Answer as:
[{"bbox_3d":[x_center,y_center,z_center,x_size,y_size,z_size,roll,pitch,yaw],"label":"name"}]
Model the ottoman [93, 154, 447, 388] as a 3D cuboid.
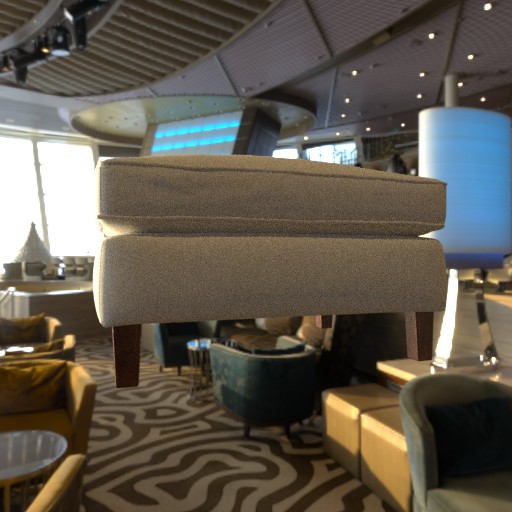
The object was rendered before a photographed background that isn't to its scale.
[{"bbox_3d":[0.000,0.000,0.976,0.665,0.406,0.501,0,0,-18],"label":"ottoman"}]
